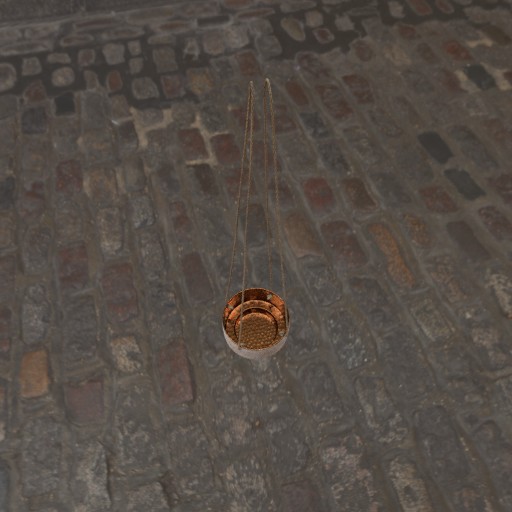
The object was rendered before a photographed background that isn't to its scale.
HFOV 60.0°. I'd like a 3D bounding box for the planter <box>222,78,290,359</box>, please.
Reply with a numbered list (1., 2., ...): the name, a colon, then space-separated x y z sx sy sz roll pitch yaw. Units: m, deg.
1. planter: 0.000 0.000 1.117 0.223 1.030 0.223 -14 60 -8
